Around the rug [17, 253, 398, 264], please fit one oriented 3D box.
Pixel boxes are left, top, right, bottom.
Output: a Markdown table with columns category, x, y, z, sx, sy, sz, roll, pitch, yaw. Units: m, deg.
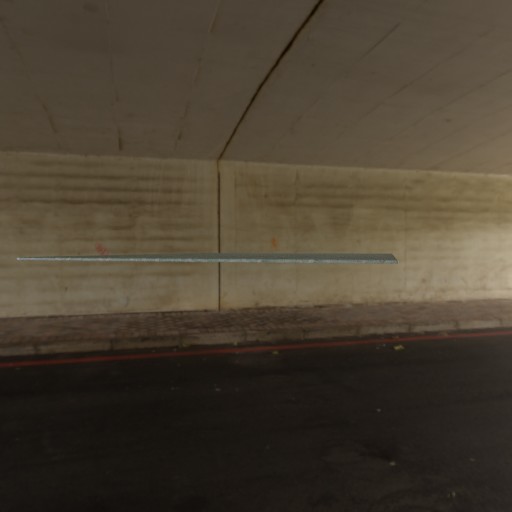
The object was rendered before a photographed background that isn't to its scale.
| category | x | y | z | sx | sy | sz | roll | pitch | yaw |
| --- | --- | --- | --- | --- | --- | --- | --- | --- | --- |
| rug | 0.000 | 0.000 | 4.063 | 2.420 | 0.019 | 3.039 | 0 | 1 | 17 |
